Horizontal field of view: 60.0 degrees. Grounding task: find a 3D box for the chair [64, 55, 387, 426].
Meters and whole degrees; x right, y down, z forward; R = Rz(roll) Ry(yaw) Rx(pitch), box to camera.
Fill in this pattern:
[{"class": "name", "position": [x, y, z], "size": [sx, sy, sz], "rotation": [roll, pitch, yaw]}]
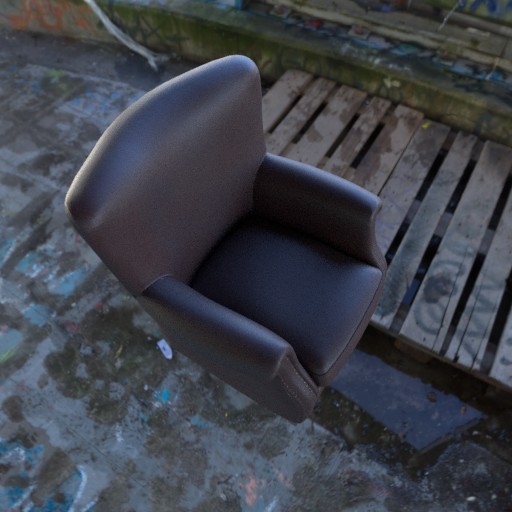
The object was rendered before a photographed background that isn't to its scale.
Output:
[{"class": "chair", "position": [0.000, 0.000, 1.320], "size": [0.746, 0.800, 0.700], "rotation": [29, 61, 17]}]
